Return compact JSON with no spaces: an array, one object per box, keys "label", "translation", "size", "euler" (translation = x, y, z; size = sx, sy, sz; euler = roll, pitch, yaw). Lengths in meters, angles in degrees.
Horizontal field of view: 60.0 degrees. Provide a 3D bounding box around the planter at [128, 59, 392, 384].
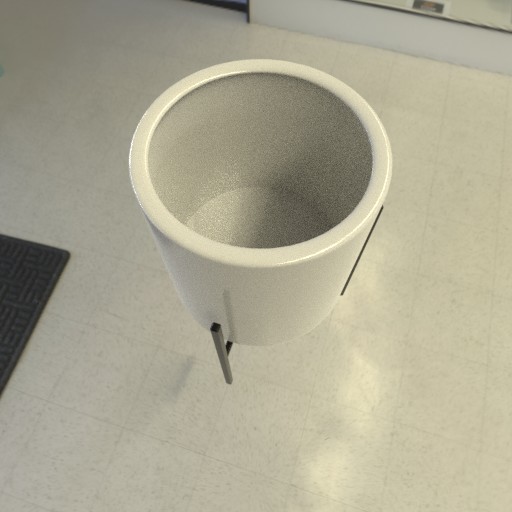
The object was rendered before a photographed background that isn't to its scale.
[{"label":"planter","translation":[0.000,0.000,0.520],"size":[0.239,0.356,0.239],"euler":[18,64,9]}]
